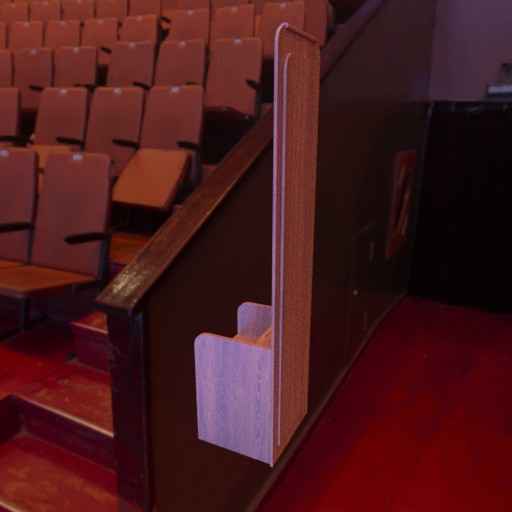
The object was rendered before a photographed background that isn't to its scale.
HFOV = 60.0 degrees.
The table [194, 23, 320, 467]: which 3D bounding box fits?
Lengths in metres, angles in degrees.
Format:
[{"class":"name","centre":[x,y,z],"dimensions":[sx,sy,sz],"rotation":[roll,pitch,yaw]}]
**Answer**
[{"class":"table","centre":[0.000,0.000,2.023],"dimensions":[0.420,1.830,0.450],"rotation":[8,18,25]}]
